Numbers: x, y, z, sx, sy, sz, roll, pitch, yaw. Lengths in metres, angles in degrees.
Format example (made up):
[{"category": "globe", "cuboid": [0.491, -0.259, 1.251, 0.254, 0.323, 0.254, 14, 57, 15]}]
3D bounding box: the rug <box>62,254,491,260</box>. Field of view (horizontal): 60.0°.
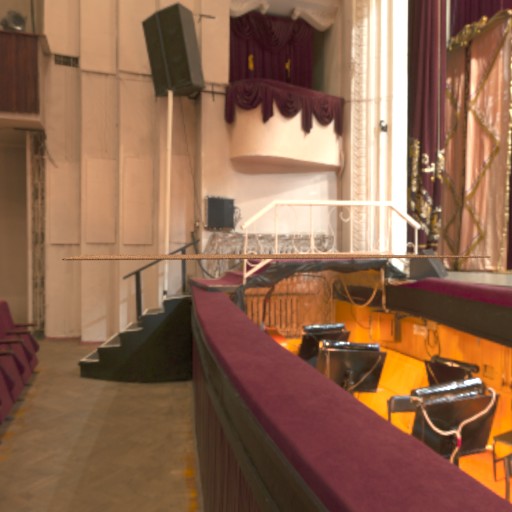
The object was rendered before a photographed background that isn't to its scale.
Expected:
[{"category": "rug", "cuboid": [0.000, 0.000, 4.034, 3.048, 0.013, 2.439, 0, 1, -19]}]
